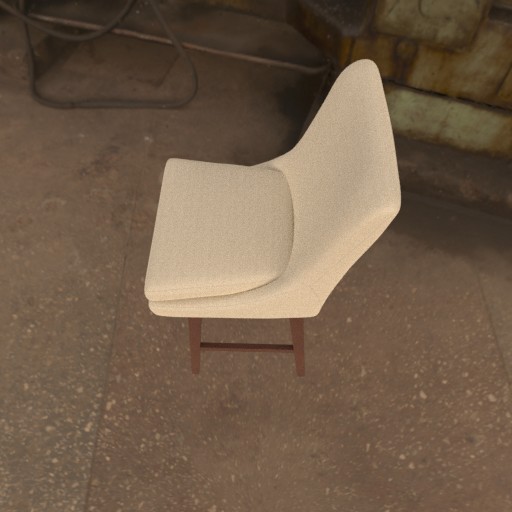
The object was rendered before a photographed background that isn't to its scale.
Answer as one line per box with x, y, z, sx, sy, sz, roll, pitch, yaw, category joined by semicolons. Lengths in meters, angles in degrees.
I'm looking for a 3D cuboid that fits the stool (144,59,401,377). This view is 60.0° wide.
0.000;0.000;1.366;0.559;1.093;0.483;1;59;1;stool
